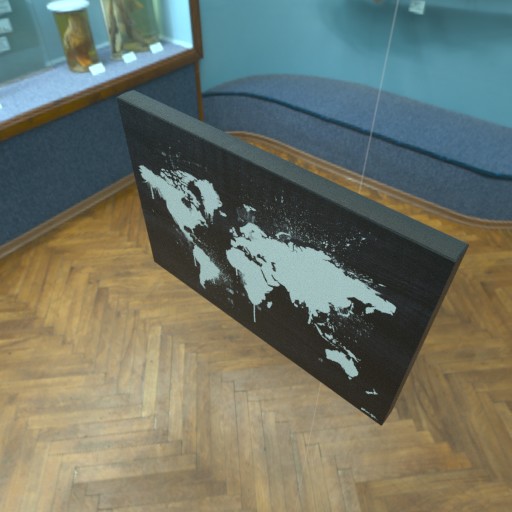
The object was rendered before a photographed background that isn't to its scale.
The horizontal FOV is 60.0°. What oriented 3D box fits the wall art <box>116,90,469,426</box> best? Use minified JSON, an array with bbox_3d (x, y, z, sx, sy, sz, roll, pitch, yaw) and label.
[{"bbox_3d":[0.000,0.000,0.777,0.610,0.409,0.038,32,53,28],"label":"wall art"}]
